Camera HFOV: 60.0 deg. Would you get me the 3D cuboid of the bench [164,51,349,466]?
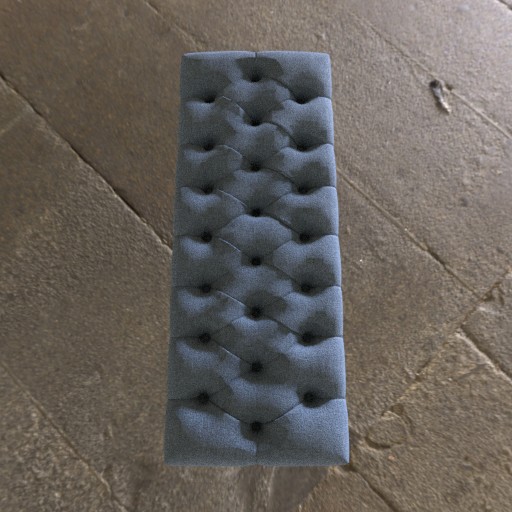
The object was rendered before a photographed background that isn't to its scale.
[{"bbox_3d":[0.000,0.000,1.297,0.417,0.492,1.052,0,76,0],"label":"bench"}]
